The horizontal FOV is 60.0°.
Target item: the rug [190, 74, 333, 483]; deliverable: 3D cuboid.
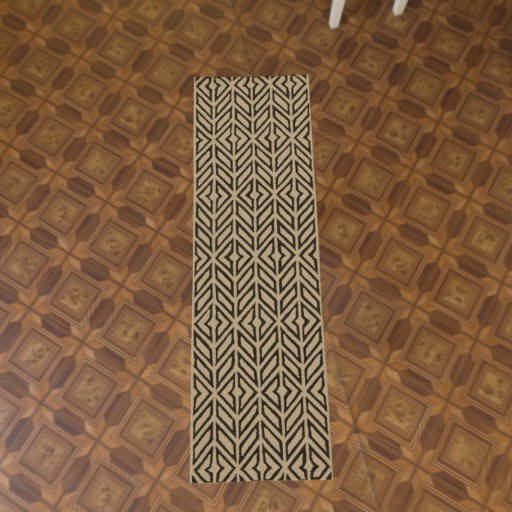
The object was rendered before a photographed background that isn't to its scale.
[{"bbox_3d":[0.000,0.000,2.615,0.750,0.009,2.435,-1,76,0],"label":"rug"}]
